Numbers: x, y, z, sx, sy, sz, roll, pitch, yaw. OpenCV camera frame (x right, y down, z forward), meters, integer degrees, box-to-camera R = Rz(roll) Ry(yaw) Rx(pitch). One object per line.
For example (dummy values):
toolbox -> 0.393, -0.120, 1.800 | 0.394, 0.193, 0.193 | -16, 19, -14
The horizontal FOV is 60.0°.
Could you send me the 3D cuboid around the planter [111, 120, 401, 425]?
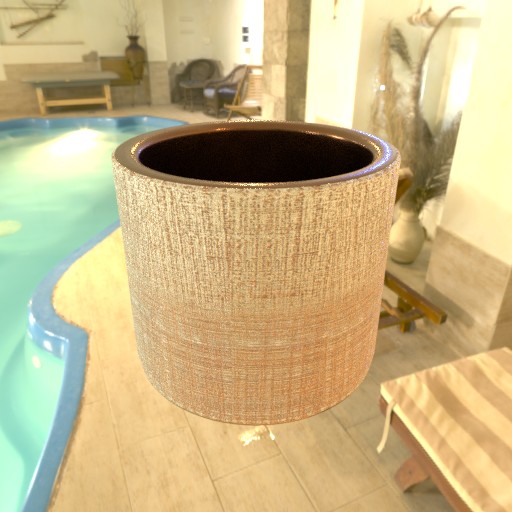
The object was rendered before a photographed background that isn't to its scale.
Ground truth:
planter -> 0.000, 0.000, 0.191 | 0.109, 0.096, 0.109 | 0, 27, 0
